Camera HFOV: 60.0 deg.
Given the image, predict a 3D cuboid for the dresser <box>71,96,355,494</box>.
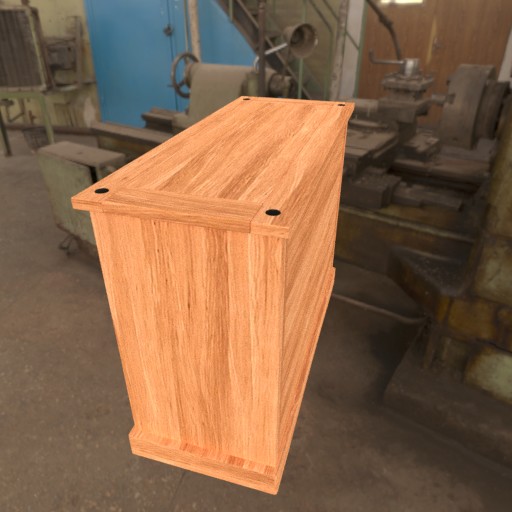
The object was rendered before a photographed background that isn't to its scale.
[{"bbox_3d":[0.000,0.000,1.353,0.410,0.740,0.990,9,32,14],"label":"dresser"}]
